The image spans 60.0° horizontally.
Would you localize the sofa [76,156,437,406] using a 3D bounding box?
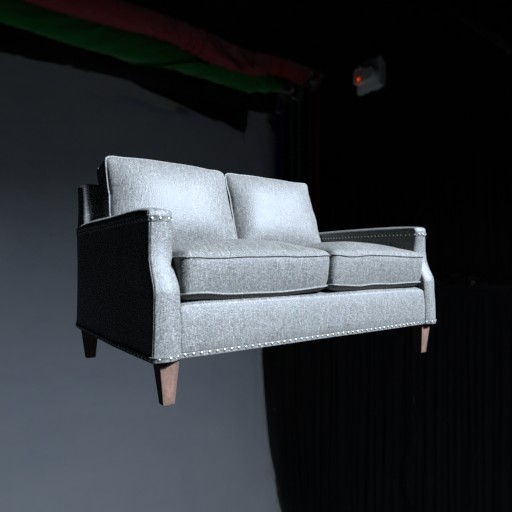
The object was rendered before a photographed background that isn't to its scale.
[{"bbox_3d":[0.000,0.000,2.288,1.597,1.003,1.084,0,-1,-36],"label":"sofa"}]
